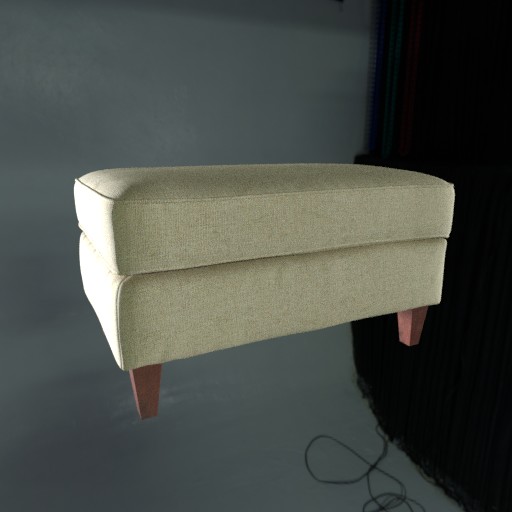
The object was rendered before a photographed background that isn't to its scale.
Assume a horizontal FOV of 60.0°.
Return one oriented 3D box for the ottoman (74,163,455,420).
[{"bbox_3d":[0.000,0.000,1.209,0.862,0.484,0.583,-7,16,-26],"label":"ottoman"}]
